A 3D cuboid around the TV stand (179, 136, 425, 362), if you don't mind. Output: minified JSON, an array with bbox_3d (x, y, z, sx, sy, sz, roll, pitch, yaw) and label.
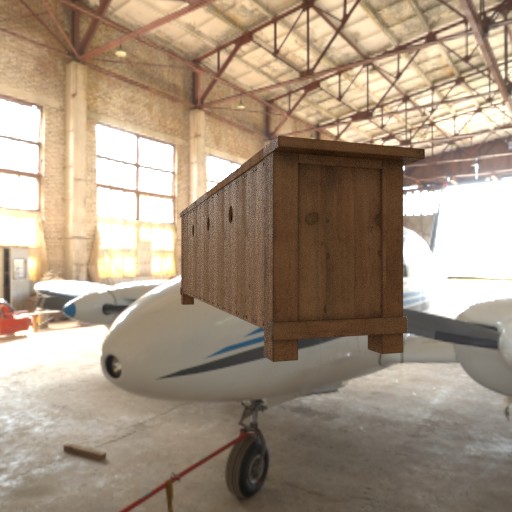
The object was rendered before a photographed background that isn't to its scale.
[{"bbox_3d":[0.000,0.000,2.022,0.453,0.573,1.804,0,-1,-18],"label":"TV stand"}]
